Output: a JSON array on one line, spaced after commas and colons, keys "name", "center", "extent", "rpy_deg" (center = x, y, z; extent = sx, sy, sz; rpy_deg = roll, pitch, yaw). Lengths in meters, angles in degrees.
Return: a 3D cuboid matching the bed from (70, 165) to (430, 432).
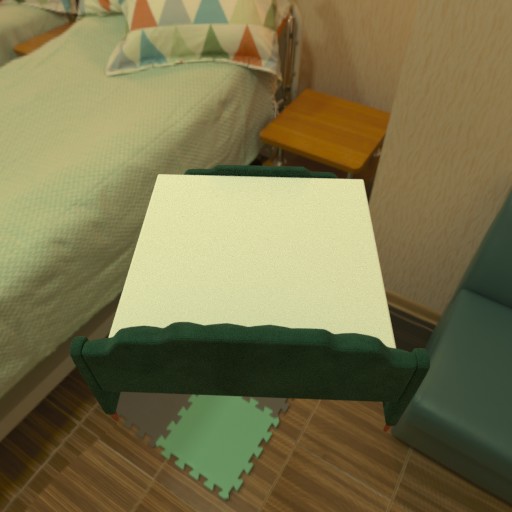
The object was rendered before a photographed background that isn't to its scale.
[{"name": "bed", "center": [0.000, 0.000, 3.595], "extent": [2.074, 1.245, 2.340], "rpy_deg": [2, 48, 2]}]
